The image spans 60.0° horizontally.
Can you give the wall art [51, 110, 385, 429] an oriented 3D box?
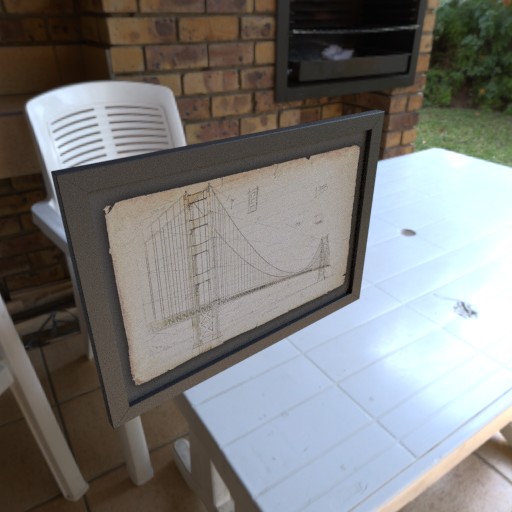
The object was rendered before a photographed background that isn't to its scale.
[{"bbox_3d":[0.000,0.000,0.562,0.432,0.306,0.016,-21,35,-33],"label":"wall art"}]
